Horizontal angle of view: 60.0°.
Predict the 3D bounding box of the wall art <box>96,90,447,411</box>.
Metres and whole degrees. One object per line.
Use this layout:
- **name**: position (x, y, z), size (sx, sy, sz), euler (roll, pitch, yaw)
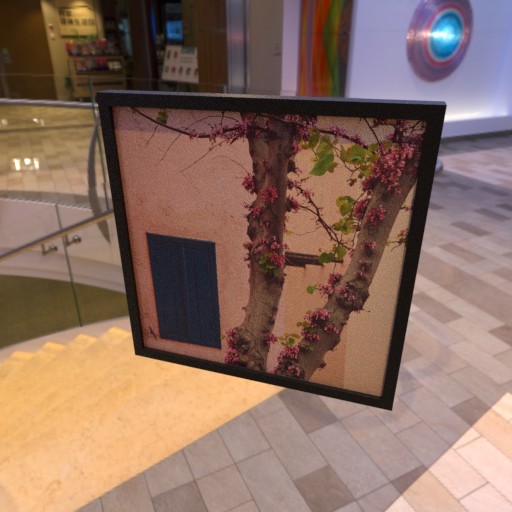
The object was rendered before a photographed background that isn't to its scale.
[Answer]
- **wall art**: position (0.000, 0.000, 0.745), size (0.508, 0.508, 0.038), euler (8, 27, 16)
